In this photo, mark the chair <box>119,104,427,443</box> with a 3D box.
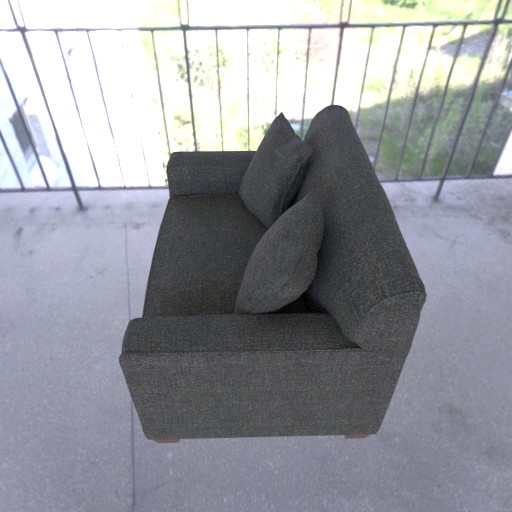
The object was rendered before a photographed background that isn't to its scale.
[{"bbox_3d":[0.000,0.000,2.054,1.000,0.948,1.383,-1,41,-1],"label":"chair"}]
